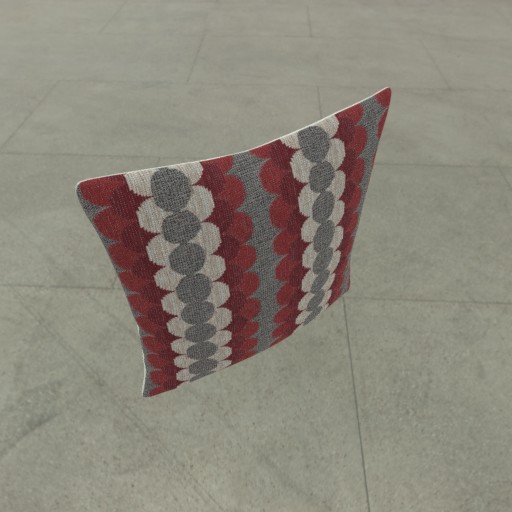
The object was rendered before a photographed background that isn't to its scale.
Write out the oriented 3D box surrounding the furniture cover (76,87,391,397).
[{"bbox_3d":[0.000,0.000,0.656,0.435,0.420,0.145,-24,50,-23],"label":"furniture cover"}]
